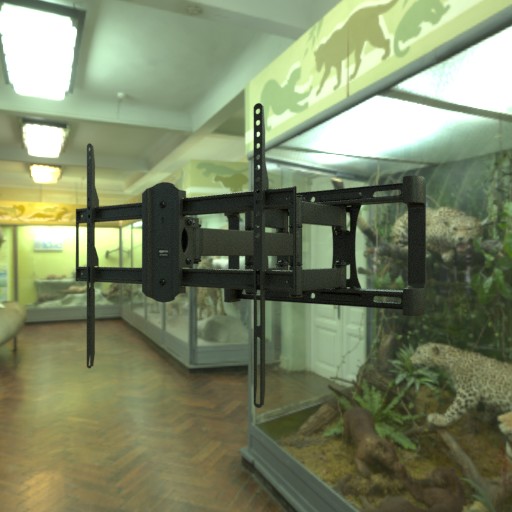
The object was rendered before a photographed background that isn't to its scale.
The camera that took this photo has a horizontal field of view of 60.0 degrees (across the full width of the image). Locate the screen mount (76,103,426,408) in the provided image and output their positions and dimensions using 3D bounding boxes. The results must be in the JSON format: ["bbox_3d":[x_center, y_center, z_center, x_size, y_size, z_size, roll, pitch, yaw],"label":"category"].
[{"bbox_3d":[0.000,0.000,0.953,0.571,0.424,0.556,0,0,35],"label":"screen mount"}]
